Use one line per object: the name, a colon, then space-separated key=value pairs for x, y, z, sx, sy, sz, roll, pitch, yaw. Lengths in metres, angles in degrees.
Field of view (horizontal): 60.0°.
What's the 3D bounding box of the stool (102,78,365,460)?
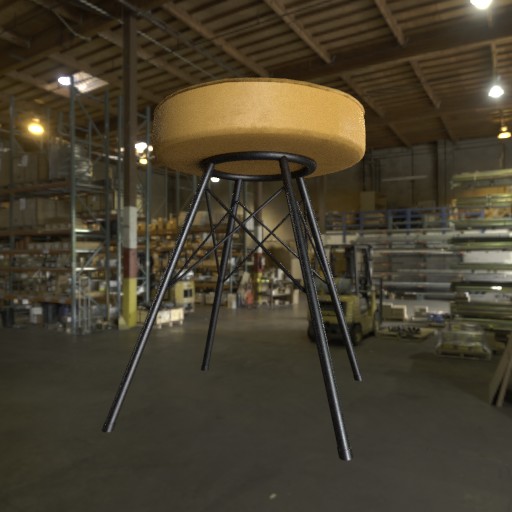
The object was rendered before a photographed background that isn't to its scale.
stool: x=0.000 y=0.000 z=0.913 sx=0.438 sy=0.595 sz=0.472 roll=0 pitch=-1 yaw=18
